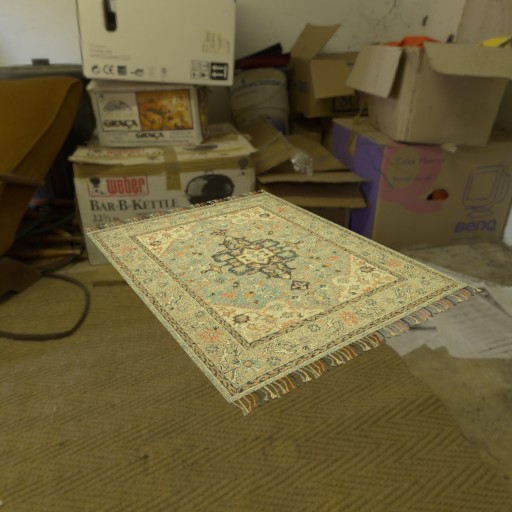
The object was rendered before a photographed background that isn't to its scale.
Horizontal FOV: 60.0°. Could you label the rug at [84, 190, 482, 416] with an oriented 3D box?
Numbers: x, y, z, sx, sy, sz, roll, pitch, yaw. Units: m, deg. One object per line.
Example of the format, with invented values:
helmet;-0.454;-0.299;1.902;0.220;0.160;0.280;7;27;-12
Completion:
rug;0.000;0.000;3.510;1.971;0.010;2.651;-17;32;-30
